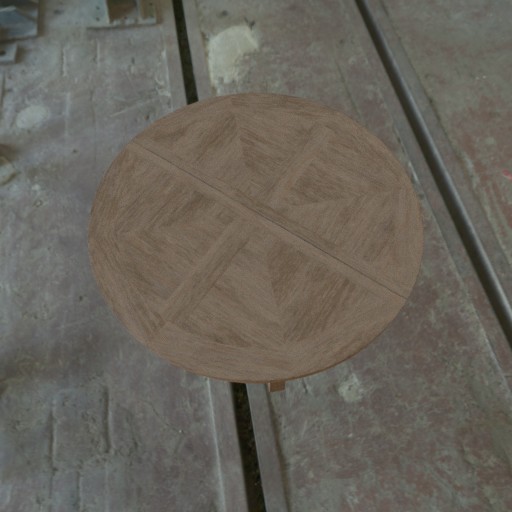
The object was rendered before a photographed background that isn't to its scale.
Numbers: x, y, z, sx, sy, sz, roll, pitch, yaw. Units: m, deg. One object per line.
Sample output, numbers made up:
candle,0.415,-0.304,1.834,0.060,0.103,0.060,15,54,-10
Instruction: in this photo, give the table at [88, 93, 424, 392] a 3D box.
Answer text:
table,0.000,0.000,2.102,1.319,0.762,1.319,0,63,0
